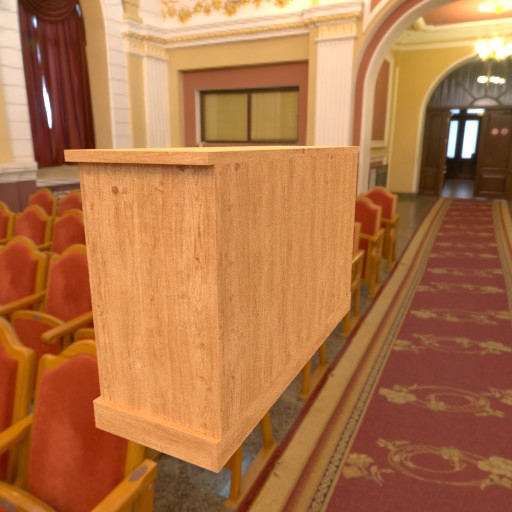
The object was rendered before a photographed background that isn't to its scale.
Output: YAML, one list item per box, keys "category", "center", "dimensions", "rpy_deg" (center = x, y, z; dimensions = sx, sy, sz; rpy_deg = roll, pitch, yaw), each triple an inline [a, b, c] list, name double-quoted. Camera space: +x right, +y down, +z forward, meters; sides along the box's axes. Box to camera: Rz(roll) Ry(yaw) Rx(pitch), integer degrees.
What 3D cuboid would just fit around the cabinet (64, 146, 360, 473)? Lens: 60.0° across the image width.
- category: "cabinet"
  center: [0.000, 0.000, 1.706]
  dimensions: [0.432, 0.810, 1.321]
  rpy_deg: [7, 16, 26]
